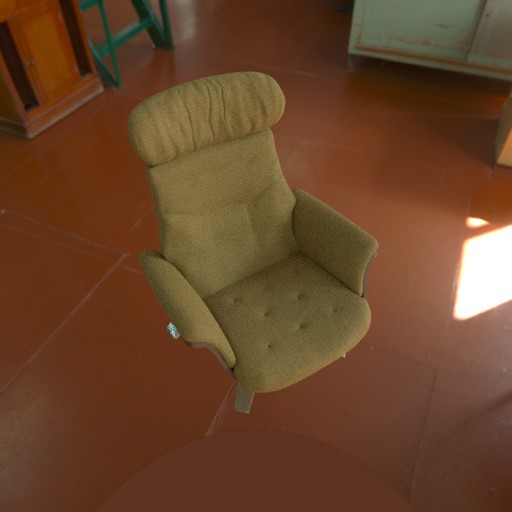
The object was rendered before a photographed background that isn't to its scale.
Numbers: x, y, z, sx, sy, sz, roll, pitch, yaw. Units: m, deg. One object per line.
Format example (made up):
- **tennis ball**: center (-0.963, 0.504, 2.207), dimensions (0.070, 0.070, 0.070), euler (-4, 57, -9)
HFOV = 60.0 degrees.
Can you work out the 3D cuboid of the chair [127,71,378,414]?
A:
- **chair**: center (0.000, 0.000, 1.587), dimensions (0.785, 0.995, 0.837), euler (-24, 51, -21)
